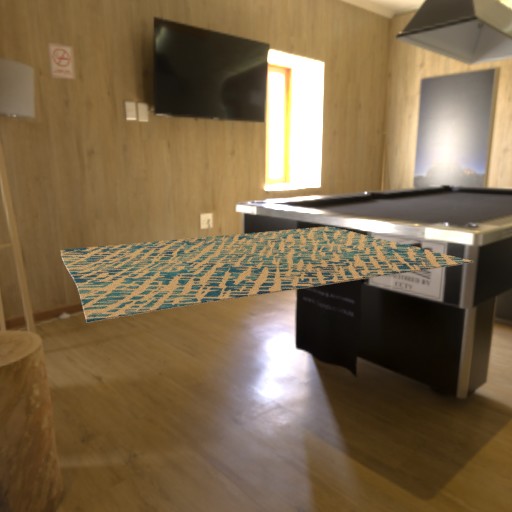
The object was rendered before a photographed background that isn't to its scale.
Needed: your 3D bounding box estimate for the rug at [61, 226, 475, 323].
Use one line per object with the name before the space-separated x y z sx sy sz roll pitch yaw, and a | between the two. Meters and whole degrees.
rug | 0.000 0.000 2.330 1.830 0.011 1.209 -6 15 -26
